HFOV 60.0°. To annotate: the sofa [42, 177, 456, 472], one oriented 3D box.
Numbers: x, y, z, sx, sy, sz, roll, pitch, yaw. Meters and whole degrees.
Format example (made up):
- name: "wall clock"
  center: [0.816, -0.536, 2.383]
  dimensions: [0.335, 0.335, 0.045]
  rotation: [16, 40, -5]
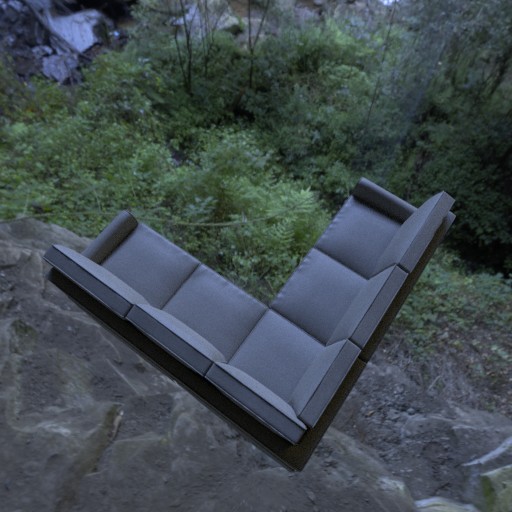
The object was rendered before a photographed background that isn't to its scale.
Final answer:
- name: "sofa"
  center: [0.000, 0.000, 4.121]
  dimensions: [2.623, 1.081, 2.618]
  rotation: [33, 68, 15]
